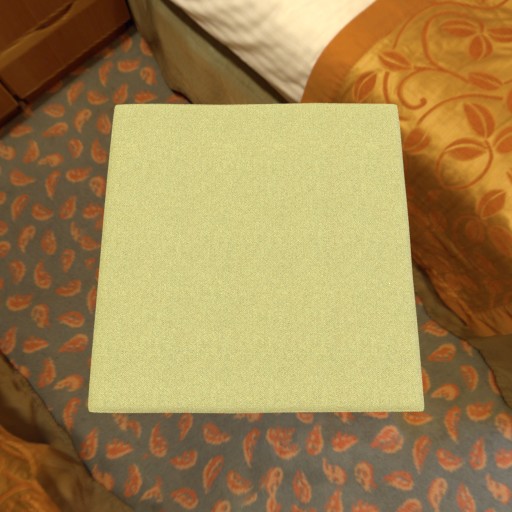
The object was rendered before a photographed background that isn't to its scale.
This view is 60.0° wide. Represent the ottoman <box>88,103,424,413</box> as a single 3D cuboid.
[{"bbox_3d":[0.000,0.000,1.531,0.968,0.379,1.004,0,76,0],"label":"ottoman"}]
